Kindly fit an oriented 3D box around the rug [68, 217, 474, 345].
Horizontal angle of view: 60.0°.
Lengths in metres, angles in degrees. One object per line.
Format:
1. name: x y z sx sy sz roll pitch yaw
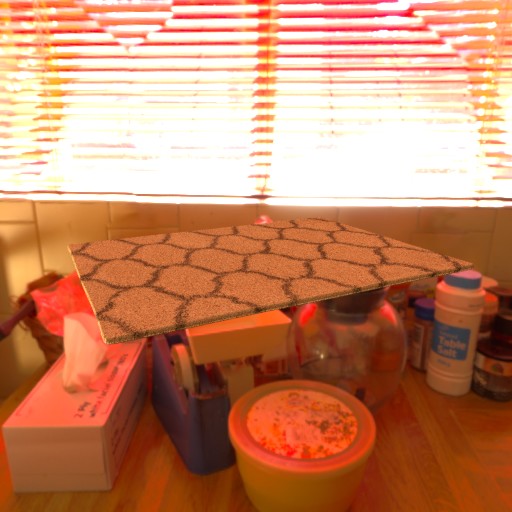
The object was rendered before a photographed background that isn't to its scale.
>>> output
1. rug: 0.000 0.000 2.149 1.600 0.025 1.200 -8 18 -26
